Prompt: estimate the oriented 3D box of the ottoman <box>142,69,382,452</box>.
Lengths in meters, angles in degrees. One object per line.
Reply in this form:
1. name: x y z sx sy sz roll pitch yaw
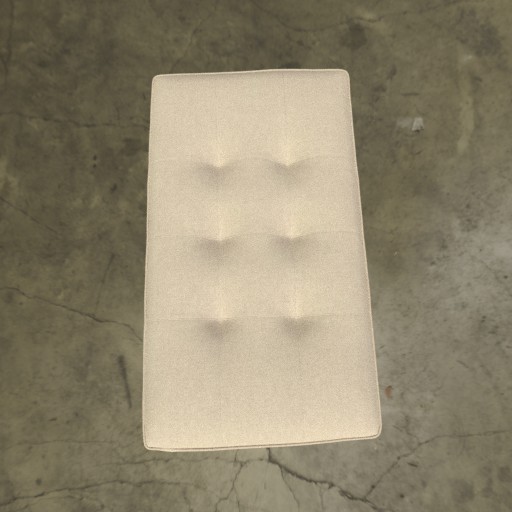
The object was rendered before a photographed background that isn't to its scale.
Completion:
1. ottoman: 0.000 0.000 1.481 0.648 0.508 1.143 -2 76 0
